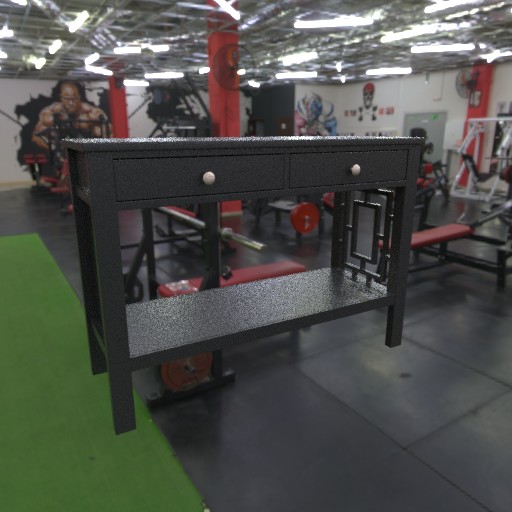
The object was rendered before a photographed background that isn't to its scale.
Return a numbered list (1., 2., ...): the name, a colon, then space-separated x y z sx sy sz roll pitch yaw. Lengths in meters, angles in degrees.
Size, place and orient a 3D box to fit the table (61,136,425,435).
1. table: 0.000 0.000 1.467 1.068 0.753 0.397 -9 18 -28
